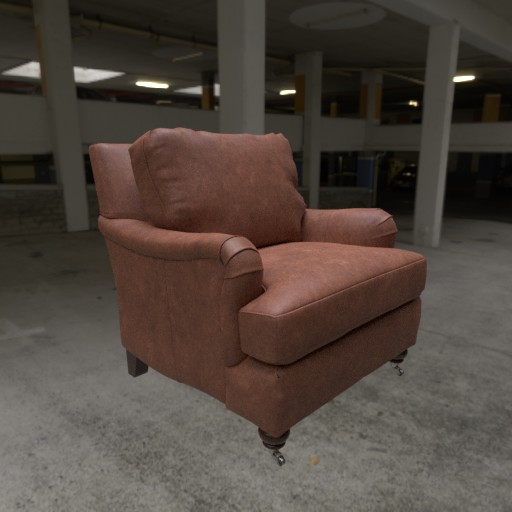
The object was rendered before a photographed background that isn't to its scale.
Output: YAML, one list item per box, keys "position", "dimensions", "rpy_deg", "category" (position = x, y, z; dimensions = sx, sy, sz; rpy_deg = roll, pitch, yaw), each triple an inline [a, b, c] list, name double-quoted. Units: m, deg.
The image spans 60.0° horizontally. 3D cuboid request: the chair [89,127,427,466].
- position: [0.000, 0.000, 1.904]
  dimensions: [1.158, 1.055, 0.986]
  rpy_deg: [13, 19, 43]
  category: "chair"
